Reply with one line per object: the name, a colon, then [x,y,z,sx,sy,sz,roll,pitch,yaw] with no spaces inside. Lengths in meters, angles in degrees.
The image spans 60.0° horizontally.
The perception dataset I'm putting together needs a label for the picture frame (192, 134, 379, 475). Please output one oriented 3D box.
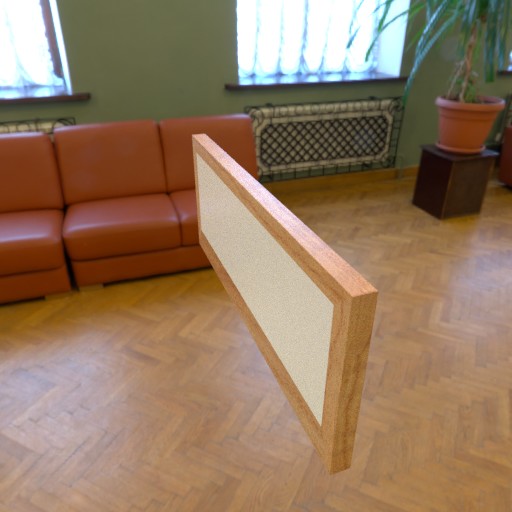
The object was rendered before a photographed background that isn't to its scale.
picture frame: [0.000,0.000,0.670,0.045,0.234,0.582,-10,31,-18]
